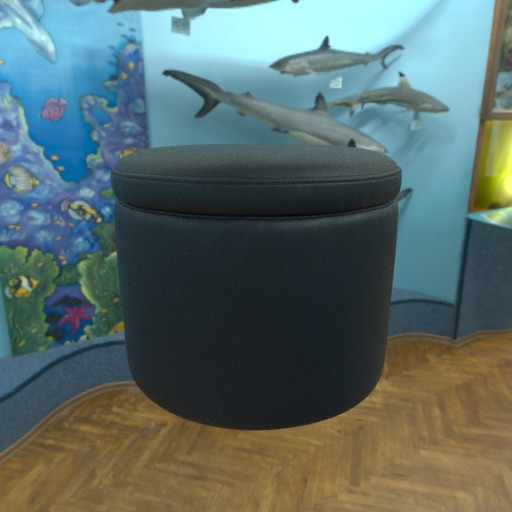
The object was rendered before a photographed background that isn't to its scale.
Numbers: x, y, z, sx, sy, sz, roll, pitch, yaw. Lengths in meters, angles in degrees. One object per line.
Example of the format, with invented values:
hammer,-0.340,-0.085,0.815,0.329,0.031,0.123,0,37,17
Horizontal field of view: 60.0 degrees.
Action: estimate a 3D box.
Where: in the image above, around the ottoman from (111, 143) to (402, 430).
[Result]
ottoman,0.000,0.000,0.840,0.501,0.409,0.501,0,16,0
